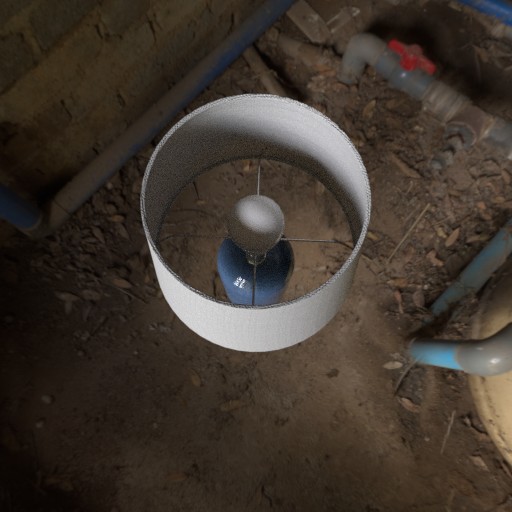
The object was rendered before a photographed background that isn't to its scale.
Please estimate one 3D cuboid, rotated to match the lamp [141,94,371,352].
[{"bbox_3d":[0.000,0.000,0.590,0.253,0.428,0.253,0,76,0],"label":"lamp"}]
